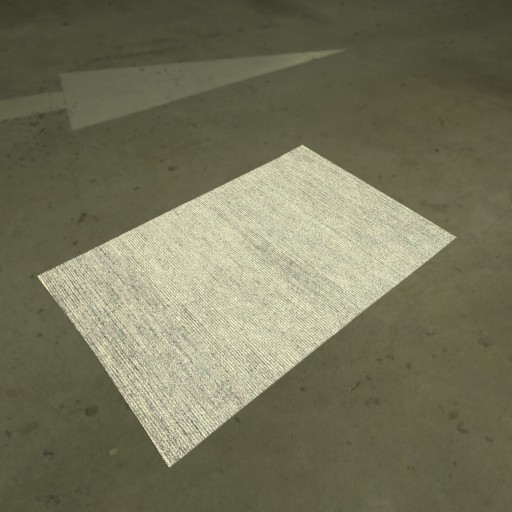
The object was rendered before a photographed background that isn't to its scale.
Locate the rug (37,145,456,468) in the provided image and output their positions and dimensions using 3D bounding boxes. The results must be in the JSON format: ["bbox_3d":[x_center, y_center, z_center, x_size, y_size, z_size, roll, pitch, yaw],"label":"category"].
[{"bbox_3d":[0.000,0.000,2.228,1.789,0.021,1.159,-31,54,-27],"label":"rug"}]
